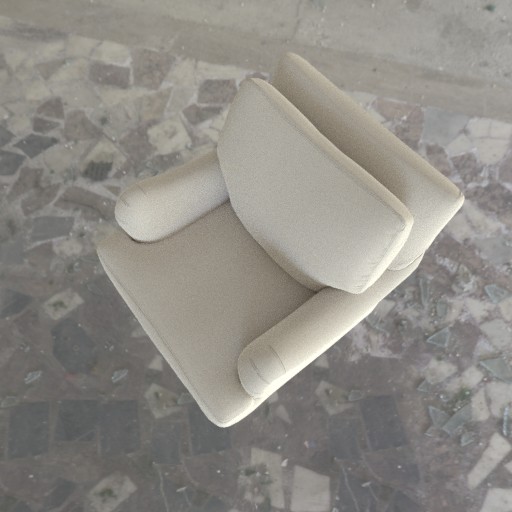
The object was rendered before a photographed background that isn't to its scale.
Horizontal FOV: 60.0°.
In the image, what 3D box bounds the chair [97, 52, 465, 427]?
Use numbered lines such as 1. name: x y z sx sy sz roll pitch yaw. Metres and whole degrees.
1. chair: 0.000 0.000 1.848 1.070 1.038 0.955 -35 69 -16
